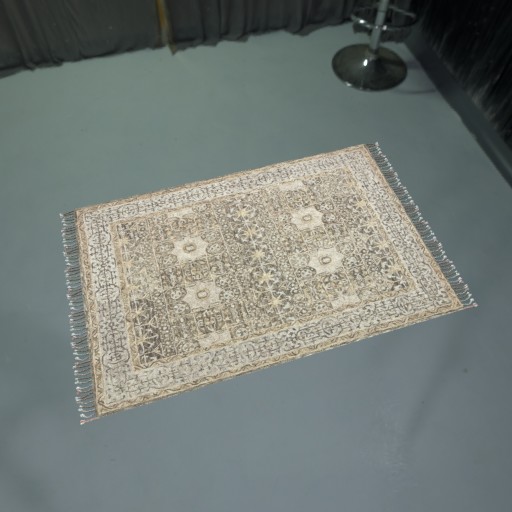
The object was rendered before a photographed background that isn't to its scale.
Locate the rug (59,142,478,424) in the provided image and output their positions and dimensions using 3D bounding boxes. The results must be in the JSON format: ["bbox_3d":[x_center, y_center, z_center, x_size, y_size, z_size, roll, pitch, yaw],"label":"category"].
[{"bbox_3d":[0.000,0.000,2.434,2.029,0.010,1.237,-14,59,-9],"label":"rug"}]
